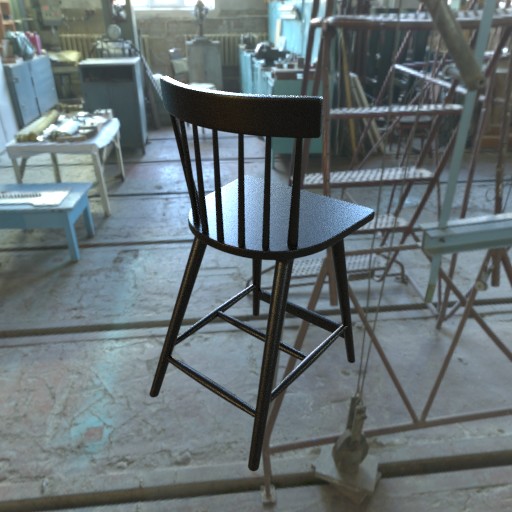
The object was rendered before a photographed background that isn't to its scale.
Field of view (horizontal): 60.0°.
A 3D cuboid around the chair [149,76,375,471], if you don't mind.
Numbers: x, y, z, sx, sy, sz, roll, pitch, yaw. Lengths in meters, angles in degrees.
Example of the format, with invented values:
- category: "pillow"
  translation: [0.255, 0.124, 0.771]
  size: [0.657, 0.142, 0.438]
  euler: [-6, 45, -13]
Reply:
- category: "chair"
  translation: [0.000, 0.000, 1.283]
  size: [0.483, 0.952, 0.572]
  euler: [22, 36, 33]
